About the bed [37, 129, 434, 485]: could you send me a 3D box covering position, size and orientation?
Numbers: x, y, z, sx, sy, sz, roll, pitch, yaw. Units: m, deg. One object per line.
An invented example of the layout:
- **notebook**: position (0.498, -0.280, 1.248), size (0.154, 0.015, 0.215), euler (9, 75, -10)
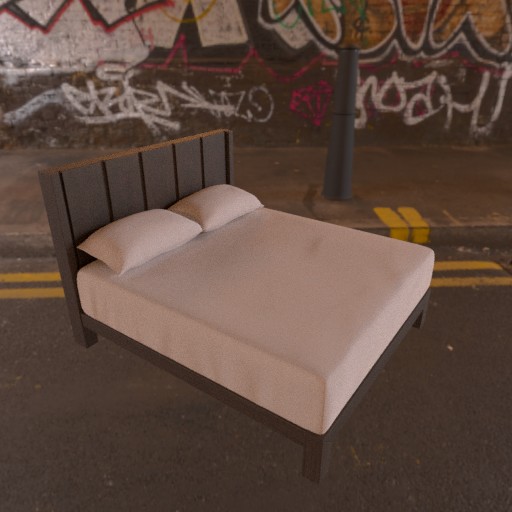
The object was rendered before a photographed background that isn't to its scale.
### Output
- **bed**: position (0.000, 0.000, 3.055), size (1.992, 1.261, 1.735), euler (17, 31, 31)
